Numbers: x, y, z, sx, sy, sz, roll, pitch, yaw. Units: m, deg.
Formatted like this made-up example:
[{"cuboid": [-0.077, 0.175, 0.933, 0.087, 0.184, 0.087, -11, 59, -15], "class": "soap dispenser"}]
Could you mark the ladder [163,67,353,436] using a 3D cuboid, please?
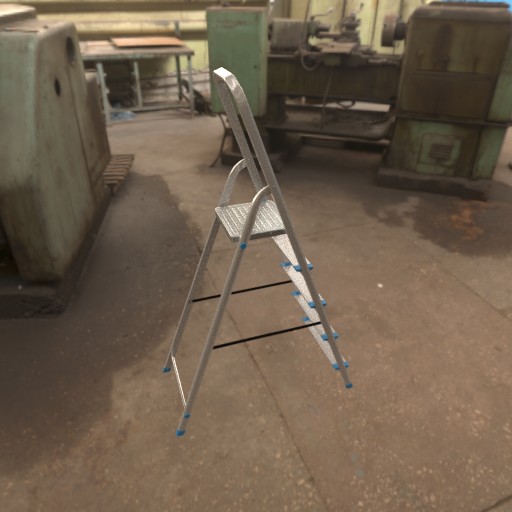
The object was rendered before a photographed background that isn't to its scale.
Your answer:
[{"cuboid": [0.000, 0.000, 2.091, 0.990, 1.648, 0.468, -10, 33, -16], "class": "ladder"}]
